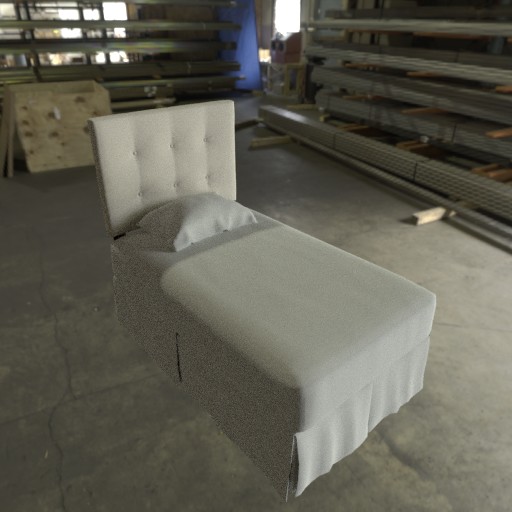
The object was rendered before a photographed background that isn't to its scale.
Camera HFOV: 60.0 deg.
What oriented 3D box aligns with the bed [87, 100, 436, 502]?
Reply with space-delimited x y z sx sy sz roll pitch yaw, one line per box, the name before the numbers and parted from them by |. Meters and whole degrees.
bed | 0.000 0.000 2.827 1.261 1.571 1.997 -22 35 -35
